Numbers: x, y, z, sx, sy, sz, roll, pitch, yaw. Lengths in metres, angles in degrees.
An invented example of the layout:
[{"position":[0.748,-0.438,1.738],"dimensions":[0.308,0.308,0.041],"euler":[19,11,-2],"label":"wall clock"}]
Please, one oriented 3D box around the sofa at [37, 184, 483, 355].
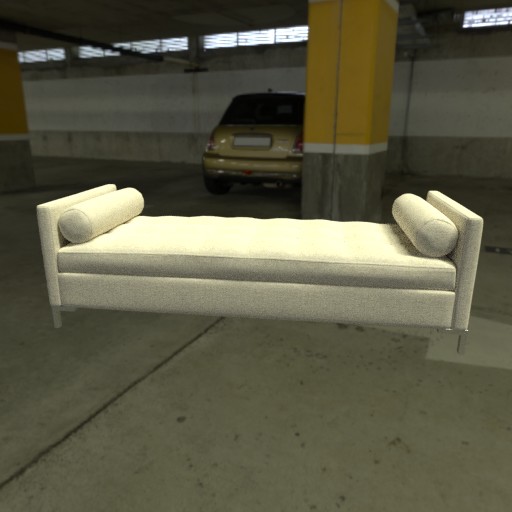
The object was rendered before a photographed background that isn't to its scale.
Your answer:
[{"position":[0.000,0.000,2.476],"dimensions":[2.102,0.655,0.797],"euler":[2,17,8],"label":"sofa"}]
